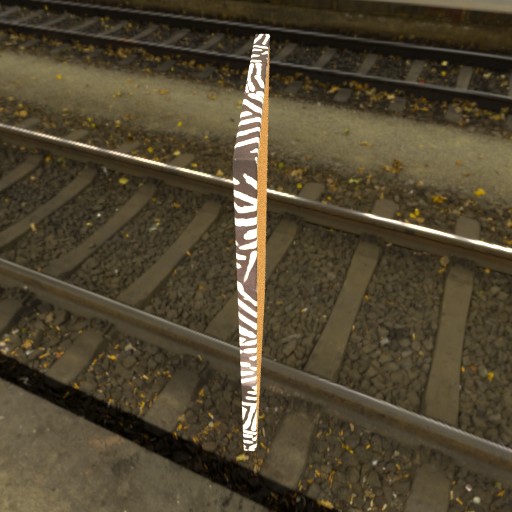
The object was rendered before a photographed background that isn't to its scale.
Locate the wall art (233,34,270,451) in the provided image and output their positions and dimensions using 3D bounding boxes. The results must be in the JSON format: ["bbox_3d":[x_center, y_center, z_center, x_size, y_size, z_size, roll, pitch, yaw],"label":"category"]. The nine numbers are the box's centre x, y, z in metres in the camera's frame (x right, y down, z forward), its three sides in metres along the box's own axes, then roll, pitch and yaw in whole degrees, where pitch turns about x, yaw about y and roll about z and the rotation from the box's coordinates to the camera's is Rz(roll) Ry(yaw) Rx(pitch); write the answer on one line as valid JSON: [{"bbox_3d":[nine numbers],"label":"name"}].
[{"bbox_3d":[0.000,0.000,1.167,0.035,0.918,0.615,2,42,2],"label":"wall art"}]
